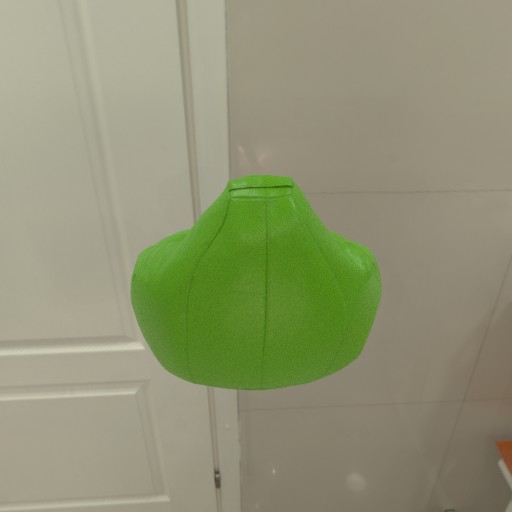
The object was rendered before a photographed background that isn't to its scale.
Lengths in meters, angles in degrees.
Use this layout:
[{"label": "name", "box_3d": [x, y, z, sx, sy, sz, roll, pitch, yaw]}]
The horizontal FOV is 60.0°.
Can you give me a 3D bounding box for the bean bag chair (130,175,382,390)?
[{"label": "bean bag chair", "box_3d": [0.000, 0.000, 1.903, 1.070, 0.990, 1.070, -2, 30, -3]}]
